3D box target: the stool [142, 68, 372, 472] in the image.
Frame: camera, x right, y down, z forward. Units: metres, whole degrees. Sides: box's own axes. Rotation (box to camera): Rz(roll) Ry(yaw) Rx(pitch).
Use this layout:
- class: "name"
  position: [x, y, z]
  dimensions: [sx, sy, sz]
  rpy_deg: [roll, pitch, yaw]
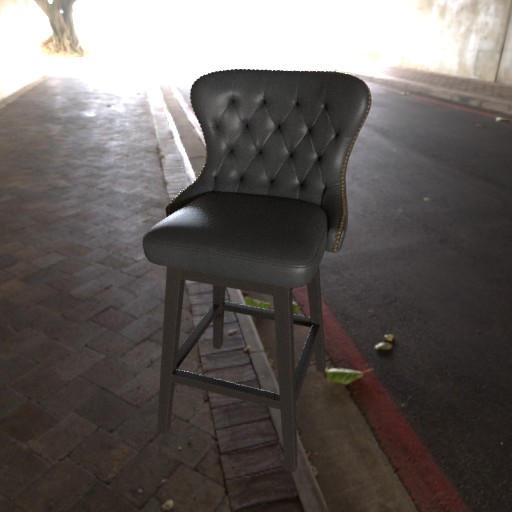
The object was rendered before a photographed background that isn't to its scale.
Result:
- class: "stool"
  position: [0.000, 0.000, 1.297]
  dimensions: [0.528, 0.971, 0.593]
  rpy_deg: [9, 29, 17]
